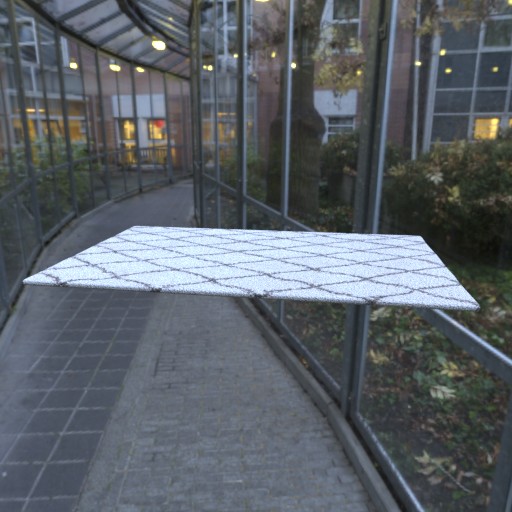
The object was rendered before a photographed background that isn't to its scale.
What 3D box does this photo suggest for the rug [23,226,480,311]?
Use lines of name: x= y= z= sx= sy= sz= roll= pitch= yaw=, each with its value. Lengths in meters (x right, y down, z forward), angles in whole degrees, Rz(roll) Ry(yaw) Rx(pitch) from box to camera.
rug: x=0.000 y=0.000 z=3.035 sx=2.438 sy=0.030 sz=1.524 roll=3 pitch=16 yaw=9
